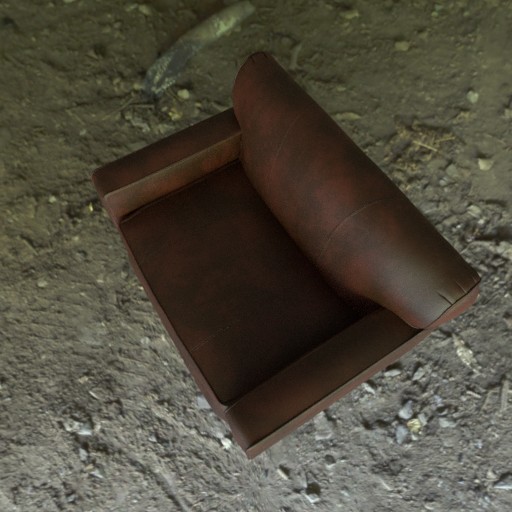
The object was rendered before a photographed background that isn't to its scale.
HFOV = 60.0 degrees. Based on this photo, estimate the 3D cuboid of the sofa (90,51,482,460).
[{"bbox_3d":[0.000,0.000,1.990,1.000,0.956,1.413,-29,66,-14],"label":"sofa"}]
